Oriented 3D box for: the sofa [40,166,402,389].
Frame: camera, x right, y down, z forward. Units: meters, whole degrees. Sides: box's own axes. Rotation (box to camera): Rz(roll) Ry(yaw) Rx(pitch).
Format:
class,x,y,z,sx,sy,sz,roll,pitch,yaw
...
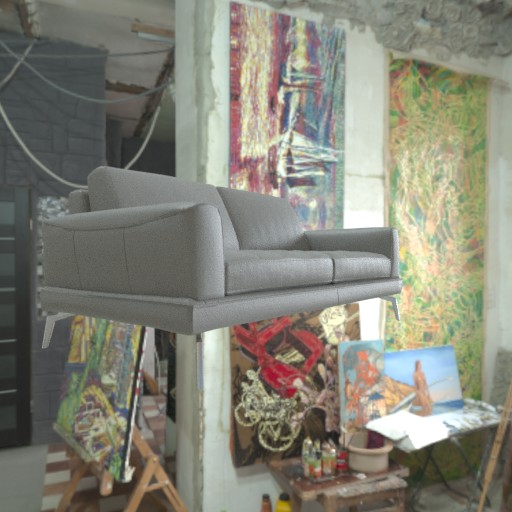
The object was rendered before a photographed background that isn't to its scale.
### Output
class,x,y,z,sx,sy,sz,roll,pitch,yaw
sofa,0.000,0.000,2.714,1.121,0.930,2.177,0,0,38
